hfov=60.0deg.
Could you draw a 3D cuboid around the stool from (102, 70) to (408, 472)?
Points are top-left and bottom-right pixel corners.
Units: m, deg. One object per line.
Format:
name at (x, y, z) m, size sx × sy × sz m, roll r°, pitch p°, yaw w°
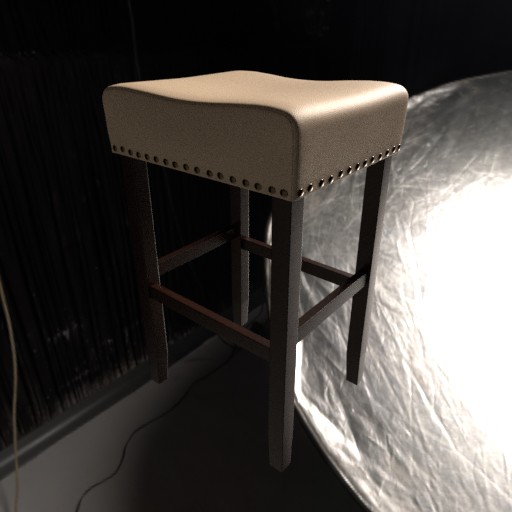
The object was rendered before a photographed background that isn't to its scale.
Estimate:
stool at (0.000, 0.000, 1.039) m, size 0.471 × 0.762 × 0.401 m, roll 21°, pitch 34°, yaw 34°
